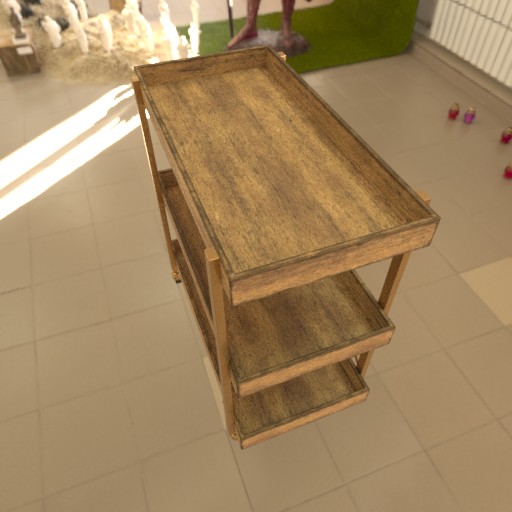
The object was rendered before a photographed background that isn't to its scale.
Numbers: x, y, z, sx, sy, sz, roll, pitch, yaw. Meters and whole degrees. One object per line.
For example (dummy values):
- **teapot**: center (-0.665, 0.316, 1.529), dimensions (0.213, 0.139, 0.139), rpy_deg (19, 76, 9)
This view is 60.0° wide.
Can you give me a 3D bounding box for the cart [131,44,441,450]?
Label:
- **cart**: center (0.000, 0.000, 1.219), dimensions (0.416, 0.799, 0.750), rpy_deg (-16, 49, -14)
